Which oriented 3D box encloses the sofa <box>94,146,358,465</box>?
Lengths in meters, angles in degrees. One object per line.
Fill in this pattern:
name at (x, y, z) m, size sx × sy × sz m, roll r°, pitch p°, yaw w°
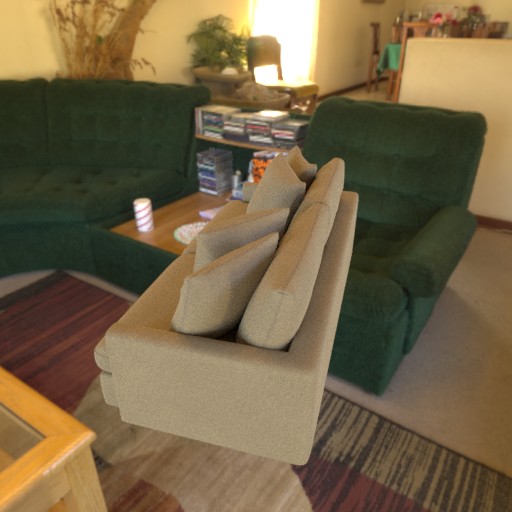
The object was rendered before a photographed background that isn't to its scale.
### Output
sofa at (0.000, 0.000, 3.125) m, size 1.228 × 1.084 × 2.380 m, roll 8°, pitch 30°, yaw 14°
